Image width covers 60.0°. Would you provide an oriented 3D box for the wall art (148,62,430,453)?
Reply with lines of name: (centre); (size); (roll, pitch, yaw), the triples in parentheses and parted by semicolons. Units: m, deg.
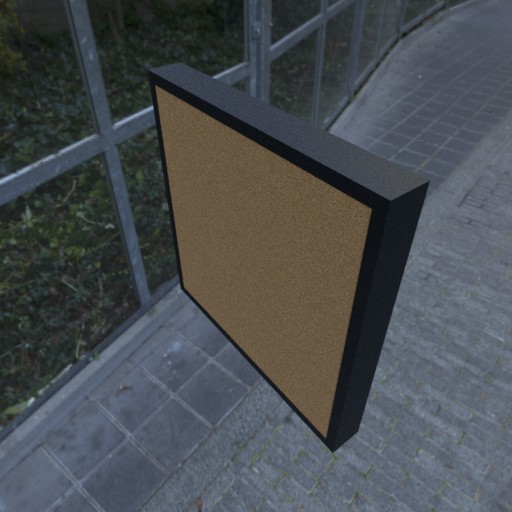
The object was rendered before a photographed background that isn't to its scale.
wall art: (0.000, 0.000, 0.456); (0.038, 0.304, 0.305); (-26, 46, -28)
